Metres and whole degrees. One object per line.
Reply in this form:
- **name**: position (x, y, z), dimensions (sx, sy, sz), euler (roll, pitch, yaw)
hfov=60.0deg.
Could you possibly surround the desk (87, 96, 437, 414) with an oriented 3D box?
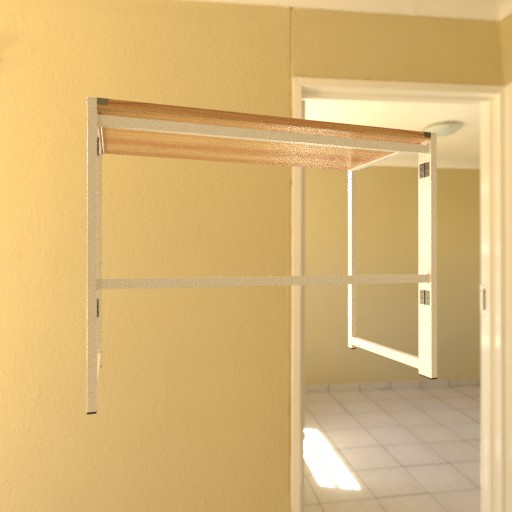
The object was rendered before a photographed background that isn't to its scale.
- **desk**: position (0.000, 0.000, 1.456), dimensions (1.016, 0.762, 0.508), euler (0, 0, -18)
